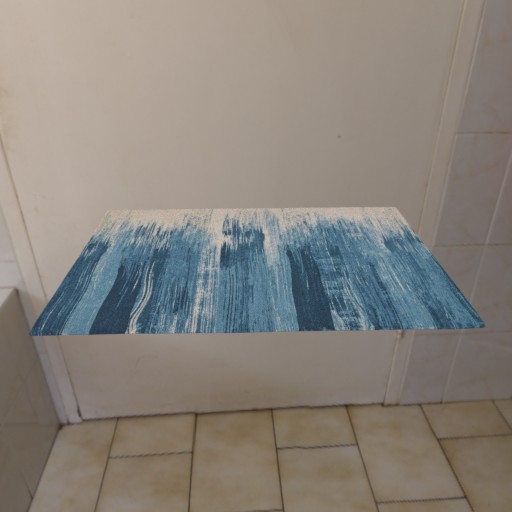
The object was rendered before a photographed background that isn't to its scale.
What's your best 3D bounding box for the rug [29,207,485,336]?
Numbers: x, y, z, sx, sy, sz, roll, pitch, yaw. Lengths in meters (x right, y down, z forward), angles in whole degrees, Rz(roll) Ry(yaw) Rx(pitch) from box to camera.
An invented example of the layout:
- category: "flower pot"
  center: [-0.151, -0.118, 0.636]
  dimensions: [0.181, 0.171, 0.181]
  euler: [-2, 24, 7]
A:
- category: "rug"
  center: [0.000, 0.000, 2.292]
  dimensions: [1.836, 0.009, 1.232]
  euler: [-1, 29, -1]
